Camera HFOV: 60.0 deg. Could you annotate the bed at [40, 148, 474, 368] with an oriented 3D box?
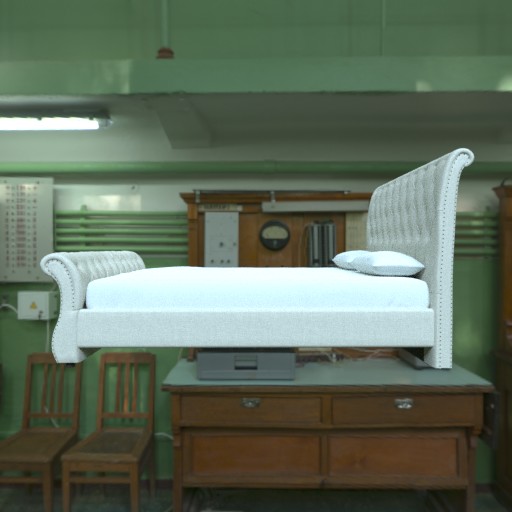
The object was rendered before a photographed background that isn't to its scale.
[{"bbox_3d":[0.000,0.000,3.332,2.493,1.268,1.606,0,1,-1],"label":"bed"}]
